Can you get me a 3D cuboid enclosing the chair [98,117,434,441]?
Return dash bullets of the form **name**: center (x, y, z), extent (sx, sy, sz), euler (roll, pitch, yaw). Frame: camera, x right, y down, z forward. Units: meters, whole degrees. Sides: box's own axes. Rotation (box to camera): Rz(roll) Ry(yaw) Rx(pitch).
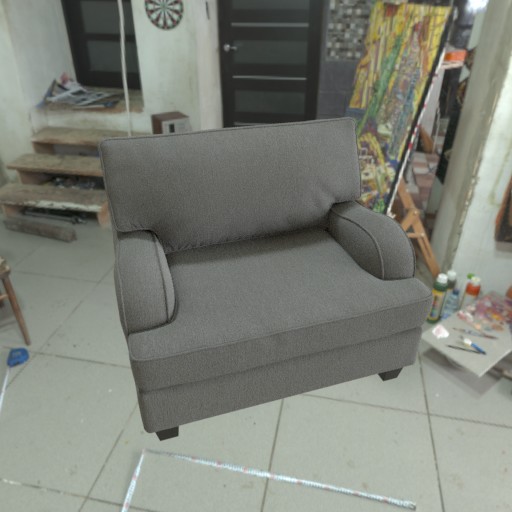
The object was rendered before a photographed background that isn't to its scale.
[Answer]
- **chair**: center (0.000, 0.000, 2.002), extent (1.220, 1.016, 1.041), euler (-10, 33, -15)
